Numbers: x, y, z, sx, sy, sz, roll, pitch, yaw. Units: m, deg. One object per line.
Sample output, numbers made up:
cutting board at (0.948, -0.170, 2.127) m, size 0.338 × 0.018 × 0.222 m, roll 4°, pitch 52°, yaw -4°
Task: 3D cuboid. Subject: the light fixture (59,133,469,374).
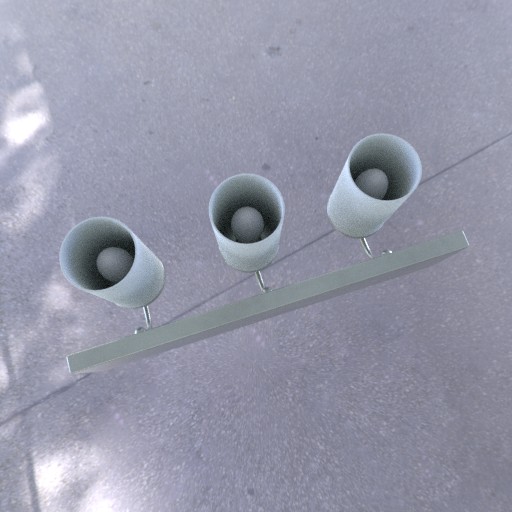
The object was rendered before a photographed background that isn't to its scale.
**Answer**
light fixture at (0.000, 0.000, 0.539) m, size 0.451 × 0.172 × 0.145 m, roll -17°, pitch 77°, yaw -4°
